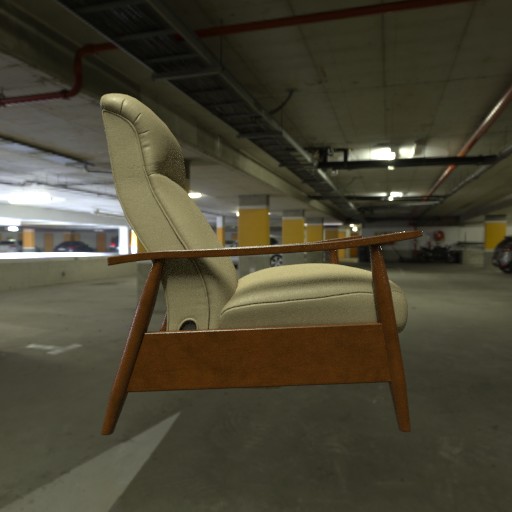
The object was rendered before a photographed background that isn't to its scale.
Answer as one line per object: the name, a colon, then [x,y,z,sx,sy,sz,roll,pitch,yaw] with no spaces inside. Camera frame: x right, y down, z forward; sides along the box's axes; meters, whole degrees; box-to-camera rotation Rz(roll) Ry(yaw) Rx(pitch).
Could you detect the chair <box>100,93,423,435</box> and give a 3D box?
chair: [0.000,0.000,1.726,1.014,1.082,0.762,0,1,-1]
